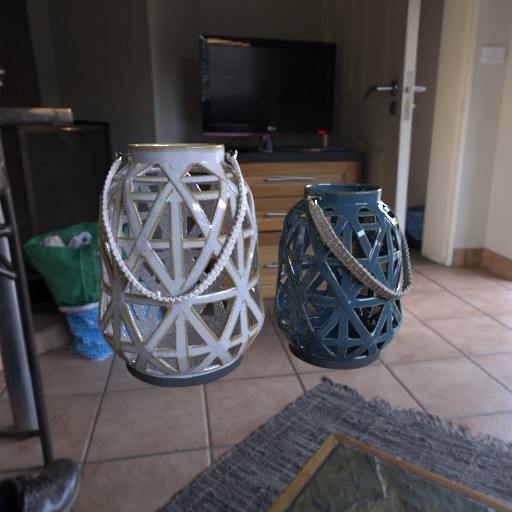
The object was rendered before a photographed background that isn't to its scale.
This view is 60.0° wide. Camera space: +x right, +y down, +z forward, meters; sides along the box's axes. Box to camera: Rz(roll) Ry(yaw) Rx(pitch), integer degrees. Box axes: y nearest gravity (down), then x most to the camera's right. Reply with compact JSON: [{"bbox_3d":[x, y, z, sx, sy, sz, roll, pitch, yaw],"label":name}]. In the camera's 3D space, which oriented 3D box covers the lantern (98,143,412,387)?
[{"bbox_3d":[0.000,0.000,0.628,0.439,0.307,0.245,-2,16,-8],"label":"lantern"}]
